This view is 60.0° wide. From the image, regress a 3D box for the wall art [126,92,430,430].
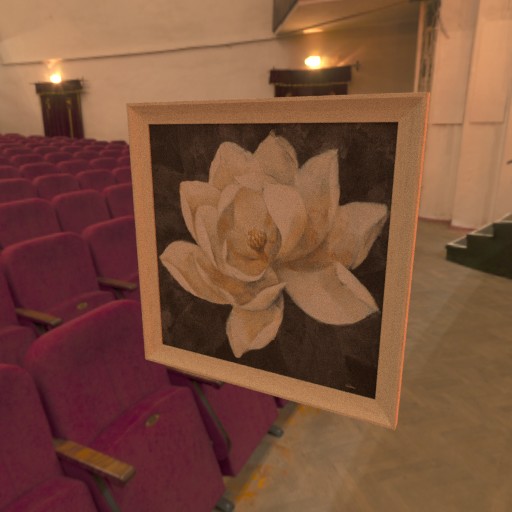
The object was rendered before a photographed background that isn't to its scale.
[{"bbox_3d":[0.000,0.000,1.517,1.016,1.016,0.045,8,17,26],"label":"wall art"}]
